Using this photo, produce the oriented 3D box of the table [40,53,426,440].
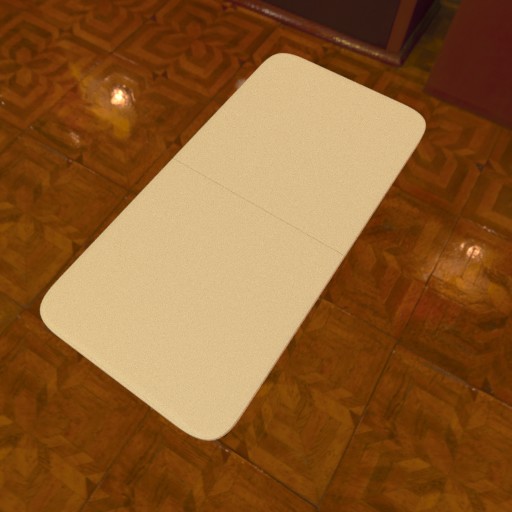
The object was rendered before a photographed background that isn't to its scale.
[{"bbox_3d":[0.000,0.000,1.642,0.611,0.737,1.245,31,68,14],"label":"table"}]
